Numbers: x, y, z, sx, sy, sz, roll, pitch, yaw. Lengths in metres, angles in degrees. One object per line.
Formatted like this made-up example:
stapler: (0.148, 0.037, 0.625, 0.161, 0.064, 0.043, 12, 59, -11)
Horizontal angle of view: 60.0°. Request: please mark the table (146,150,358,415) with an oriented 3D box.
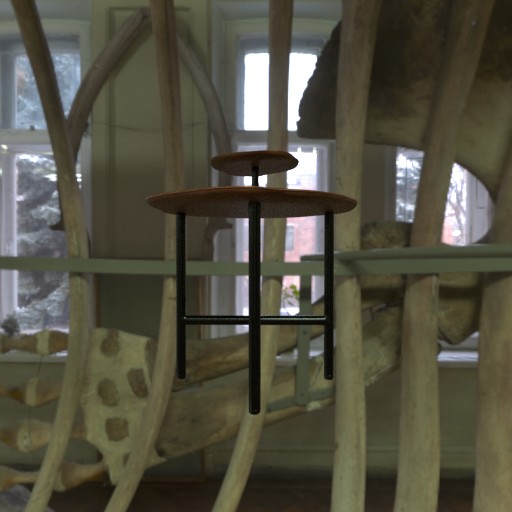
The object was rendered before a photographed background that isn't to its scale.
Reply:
table: (0.000, 0.000, 1.083, 0.442, 0.538, 0.759, 0, 1, 1)
